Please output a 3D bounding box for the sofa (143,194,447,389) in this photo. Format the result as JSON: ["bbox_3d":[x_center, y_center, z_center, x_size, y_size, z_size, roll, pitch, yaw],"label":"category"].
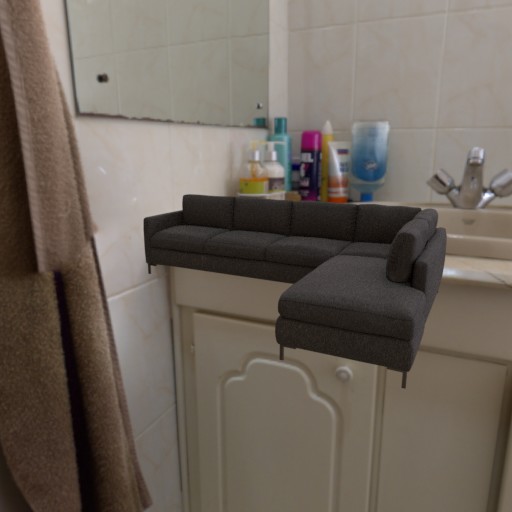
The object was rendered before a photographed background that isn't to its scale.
[{"bbox_3d":[0.000,0.000,3.871,2.949,0.815,2.007,7,15,26],"label":"sofa"}]
